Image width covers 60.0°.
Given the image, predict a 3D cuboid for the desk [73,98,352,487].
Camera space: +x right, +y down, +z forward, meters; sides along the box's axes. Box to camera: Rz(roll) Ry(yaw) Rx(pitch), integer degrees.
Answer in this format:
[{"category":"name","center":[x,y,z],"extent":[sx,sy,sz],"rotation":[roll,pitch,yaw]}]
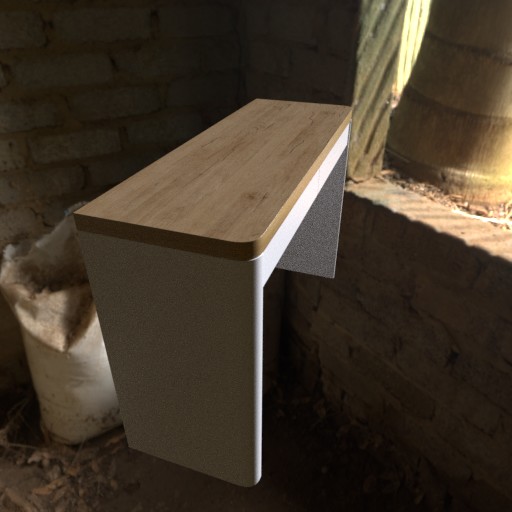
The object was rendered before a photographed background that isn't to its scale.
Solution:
[{"category":"desk","center":[0.000,0.000,1.476],"extent":[0.390,0.760,1.100],"rotation":[11,33,17]}]
